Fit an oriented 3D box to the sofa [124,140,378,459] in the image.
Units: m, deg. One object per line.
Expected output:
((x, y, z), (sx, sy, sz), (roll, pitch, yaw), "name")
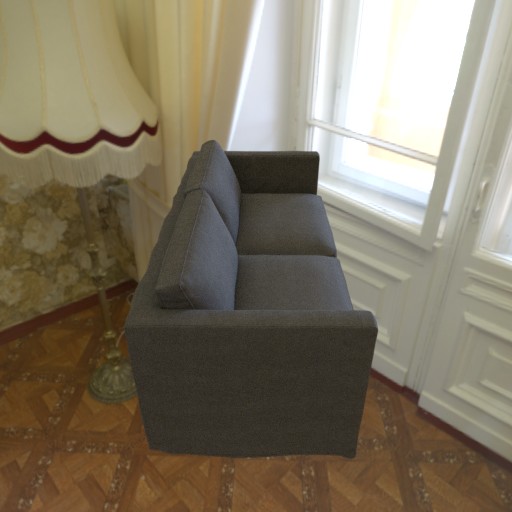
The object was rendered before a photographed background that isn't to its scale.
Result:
((0.000, 0.000, 2.547), (0.953, 0.855, 1.982), (0, 32, 0), "sofa")
